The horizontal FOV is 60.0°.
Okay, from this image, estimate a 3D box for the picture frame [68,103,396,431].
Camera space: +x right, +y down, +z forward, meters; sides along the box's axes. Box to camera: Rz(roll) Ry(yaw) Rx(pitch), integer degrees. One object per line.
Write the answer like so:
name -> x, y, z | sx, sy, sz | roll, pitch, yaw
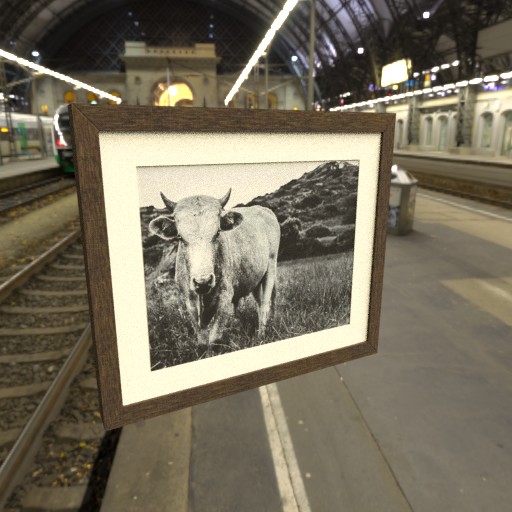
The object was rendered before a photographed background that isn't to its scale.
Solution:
picture frame -> 0.000, 0.000, 0.526 | 0.378, 0.330, 0.033 | -8, 17, -27
